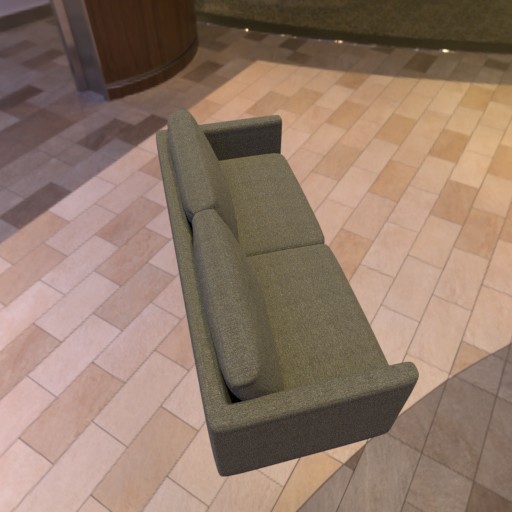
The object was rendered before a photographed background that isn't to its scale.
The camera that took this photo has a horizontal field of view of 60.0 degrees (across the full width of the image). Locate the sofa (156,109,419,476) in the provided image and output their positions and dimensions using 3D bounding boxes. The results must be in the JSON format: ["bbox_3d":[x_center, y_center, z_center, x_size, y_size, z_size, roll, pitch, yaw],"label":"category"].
[{"bbox_3d":[0.000,0.000,2.714,0.948,0.965,2.208,-11,49,-9],"label":"sofa"}]
